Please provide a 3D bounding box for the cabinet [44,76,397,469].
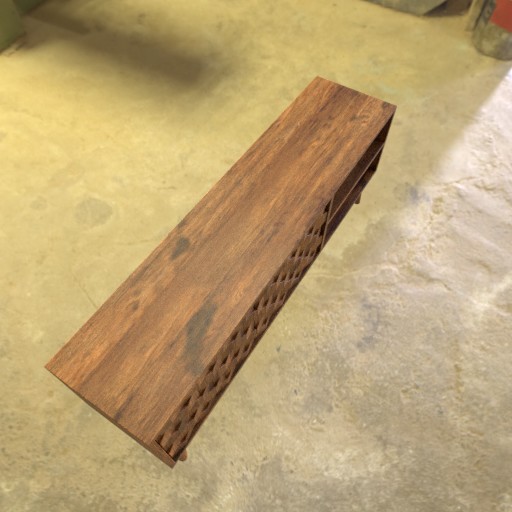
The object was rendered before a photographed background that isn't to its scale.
[{"bbox_3d":[0.000,0.000,1.631,0.349,0.528,1.448,28,61,17],"label":"cabinet"}]
